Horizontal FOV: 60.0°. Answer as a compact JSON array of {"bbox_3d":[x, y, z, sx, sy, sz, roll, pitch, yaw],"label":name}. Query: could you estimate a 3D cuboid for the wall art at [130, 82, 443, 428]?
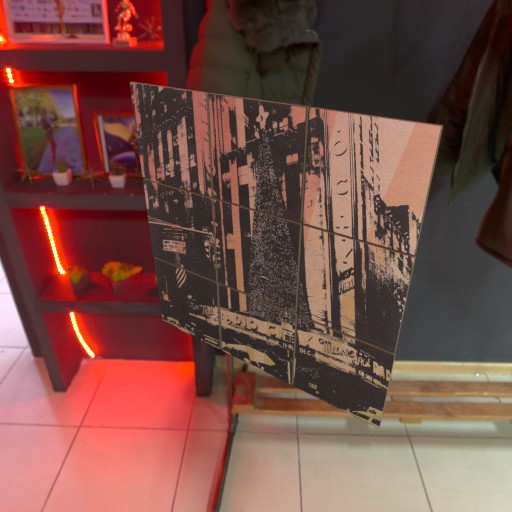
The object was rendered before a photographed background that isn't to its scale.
[{"bbox_3d":[0.000,0.000,2.244,1.527,1.521,0.017,19,36,29],"label":"wall art"}]
